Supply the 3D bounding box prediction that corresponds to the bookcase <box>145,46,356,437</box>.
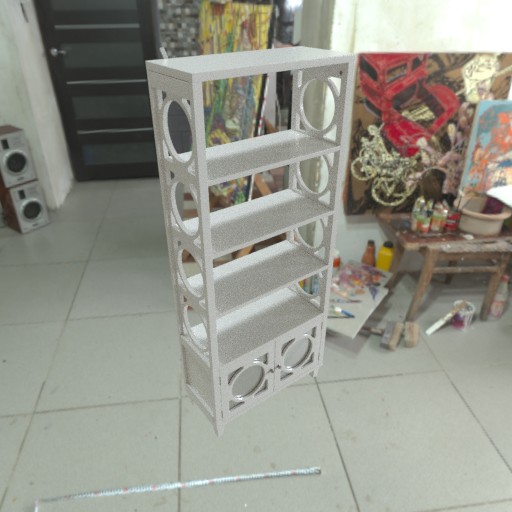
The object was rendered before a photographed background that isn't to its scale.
[{"bbox_3d":[0.000,0.000,2.166,0.761,1.869,0.361,-22,37,-31],"label":"bookcase"}]
